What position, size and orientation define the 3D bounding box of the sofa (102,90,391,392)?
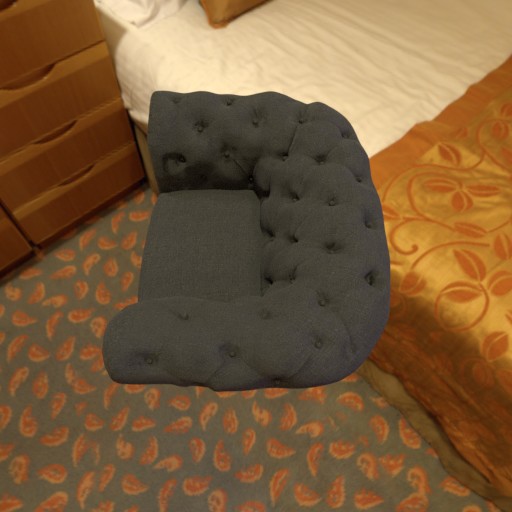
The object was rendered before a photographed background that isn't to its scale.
[{"bbox_3d":[0.000,0.000,2.046,1.032,0.878,1.405,0,58,0],"label":"sofa"}]
